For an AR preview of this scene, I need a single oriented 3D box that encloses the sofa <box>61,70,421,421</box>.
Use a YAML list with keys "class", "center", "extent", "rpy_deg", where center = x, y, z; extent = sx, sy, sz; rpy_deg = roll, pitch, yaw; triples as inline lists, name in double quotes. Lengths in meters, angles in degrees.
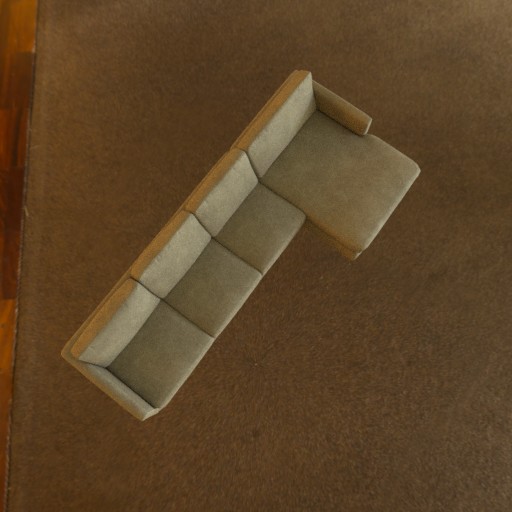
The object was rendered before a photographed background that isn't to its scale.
- class: "sofa"
  center: [0.000, 0.000, 4.193]
  extent: [1.604, 0.950, 3.471]
  rpy_deg: [36, 79, 8]
